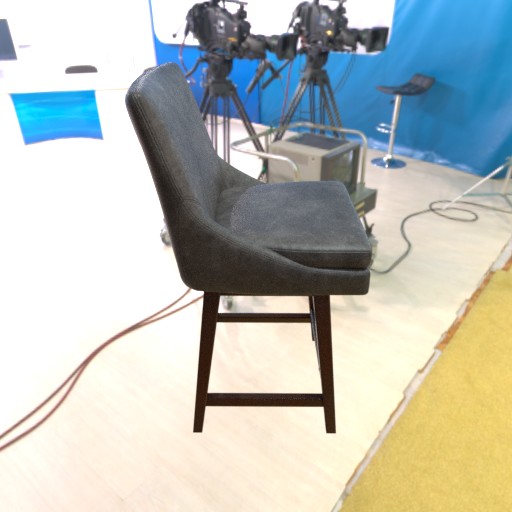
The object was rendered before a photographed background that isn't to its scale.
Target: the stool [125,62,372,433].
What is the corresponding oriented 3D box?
[{"bbox_3d":[0.000,0.000,1.354,0.587,1.046,0.492,0,31,0],"label":"stool"}]
